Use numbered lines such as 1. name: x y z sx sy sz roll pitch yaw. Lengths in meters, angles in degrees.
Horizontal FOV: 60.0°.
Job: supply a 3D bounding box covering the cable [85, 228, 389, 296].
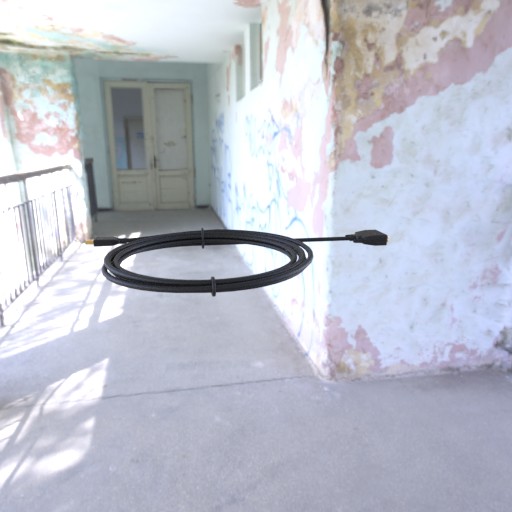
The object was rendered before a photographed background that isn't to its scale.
1. cable: 0.000 0.000 0.522 0.422 0.030 0.257 -2 15 -9
